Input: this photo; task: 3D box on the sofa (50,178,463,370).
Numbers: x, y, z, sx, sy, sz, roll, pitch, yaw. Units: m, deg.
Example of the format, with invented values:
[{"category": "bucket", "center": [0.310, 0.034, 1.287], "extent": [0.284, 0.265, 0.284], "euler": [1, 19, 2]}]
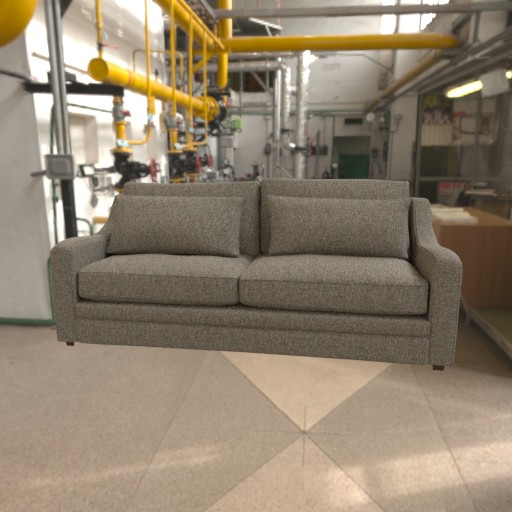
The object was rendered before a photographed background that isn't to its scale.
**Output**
[{"category": "sofa", "center": [0.000, 0.000, 2.998], "extent": [2.418, 0.998, 1.103], "euler": [2, 14, 8]}]
